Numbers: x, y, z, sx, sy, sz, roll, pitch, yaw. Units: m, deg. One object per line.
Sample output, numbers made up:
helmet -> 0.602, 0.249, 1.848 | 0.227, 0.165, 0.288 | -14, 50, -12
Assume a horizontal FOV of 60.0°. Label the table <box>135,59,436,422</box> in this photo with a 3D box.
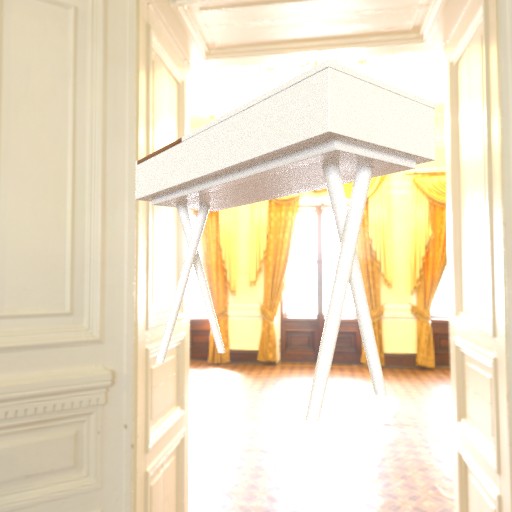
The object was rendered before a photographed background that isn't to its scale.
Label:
table -> 0.000, 0.000, 1.464 | 0.418, 0.785, 1.066 | 2, -3, -37
